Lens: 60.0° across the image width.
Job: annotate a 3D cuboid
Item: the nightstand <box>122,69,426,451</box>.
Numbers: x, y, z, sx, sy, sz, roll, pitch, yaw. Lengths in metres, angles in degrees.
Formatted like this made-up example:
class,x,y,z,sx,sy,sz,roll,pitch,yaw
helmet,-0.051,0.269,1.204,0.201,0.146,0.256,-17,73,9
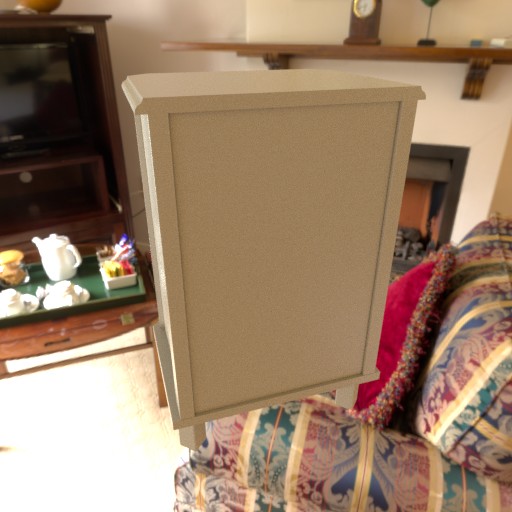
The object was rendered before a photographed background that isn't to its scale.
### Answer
class,x,y,z,sx,sy,sz,roll,pitch,yaw
nightstand,0.000,0.000,0.914,0.435,0.680,0.348,-9,28,-16
